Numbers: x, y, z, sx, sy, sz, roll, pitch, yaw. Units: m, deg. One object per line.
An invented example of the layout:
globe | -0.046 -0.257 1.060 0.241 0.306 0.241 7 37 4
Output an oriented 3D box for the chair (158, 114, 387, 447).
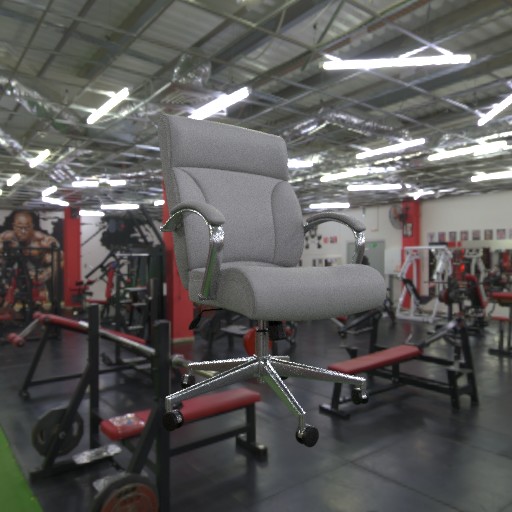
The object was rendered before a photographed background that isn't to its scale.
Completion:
chair | 0.000 0.000 1.614 0.727 1.099 0.745 0 0 -35
